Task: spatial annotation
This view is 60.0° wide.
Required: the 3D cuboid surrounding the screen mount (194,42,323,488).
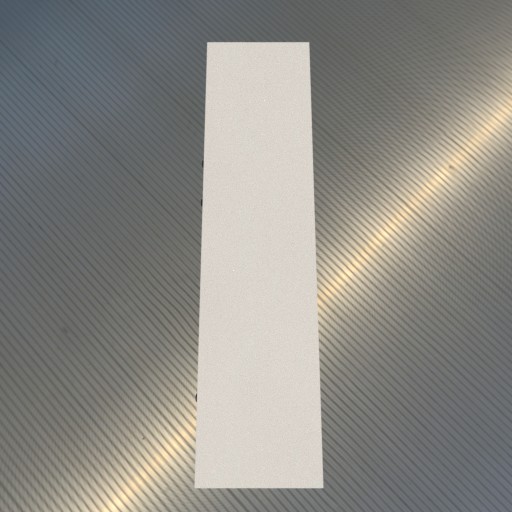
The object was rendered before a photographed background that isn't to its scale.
[{"bbox_3d":[0.000,0.000,1.809,0.418,0.520,1.600,0,77,0],"label":"screen mount"}]
